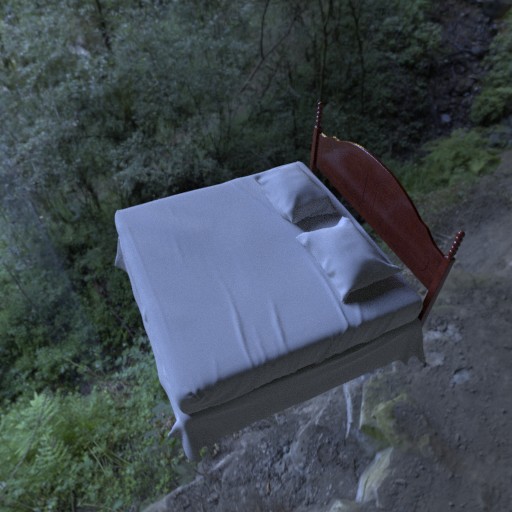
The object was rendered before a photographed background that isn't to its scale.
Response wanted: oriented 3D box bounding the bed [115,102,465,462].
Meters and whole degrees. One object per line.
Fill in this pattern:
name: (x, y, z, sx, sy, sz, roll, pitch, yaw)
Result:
bed: (0.000, 0.000, 3.683, 2.219, 1.355, 2.322, -18, 50, -16)
